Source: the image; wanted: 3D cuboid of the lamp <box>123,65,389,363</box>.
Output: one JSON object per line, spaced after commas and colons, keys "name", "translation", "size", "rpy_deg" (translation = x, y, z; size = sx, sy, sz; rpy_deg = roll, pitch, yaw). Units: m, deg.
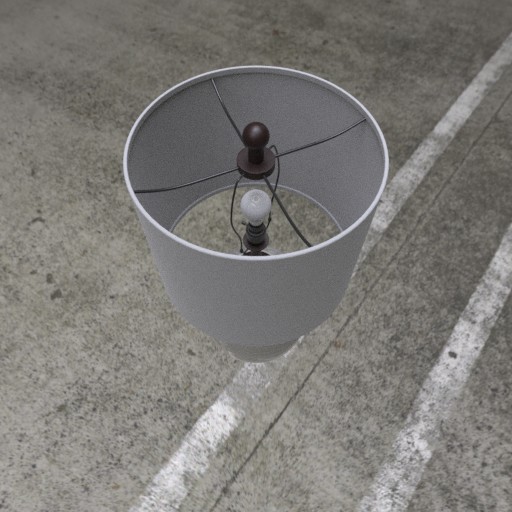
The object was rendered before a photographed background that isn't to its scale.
{"name": "lamp", "translation": [0.000, 0.000, 0.747], "size": [0.318, 0.567, 0.318], "rpy_deg": [0, 58, 0]}
